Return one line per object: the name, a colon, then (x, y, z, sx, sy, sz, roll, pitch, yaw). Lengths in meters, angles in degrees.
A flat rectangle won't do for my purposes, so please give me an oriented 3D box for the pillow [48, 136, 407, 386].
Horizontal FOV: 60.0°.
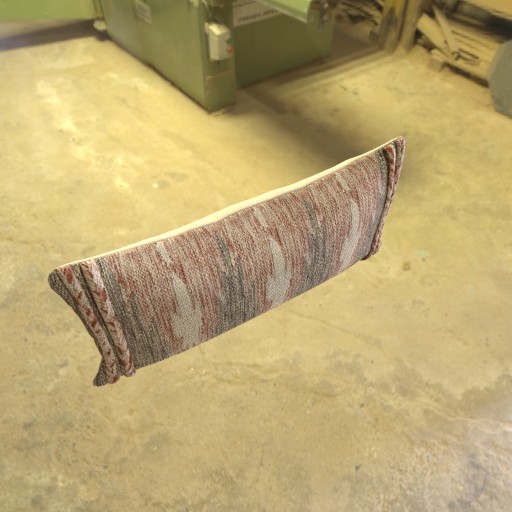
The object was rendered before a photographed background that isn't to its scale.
pillow: (0.000, 0.000, 0.756, 0.635, 0.282, 0.139, -24, 51, -21)
